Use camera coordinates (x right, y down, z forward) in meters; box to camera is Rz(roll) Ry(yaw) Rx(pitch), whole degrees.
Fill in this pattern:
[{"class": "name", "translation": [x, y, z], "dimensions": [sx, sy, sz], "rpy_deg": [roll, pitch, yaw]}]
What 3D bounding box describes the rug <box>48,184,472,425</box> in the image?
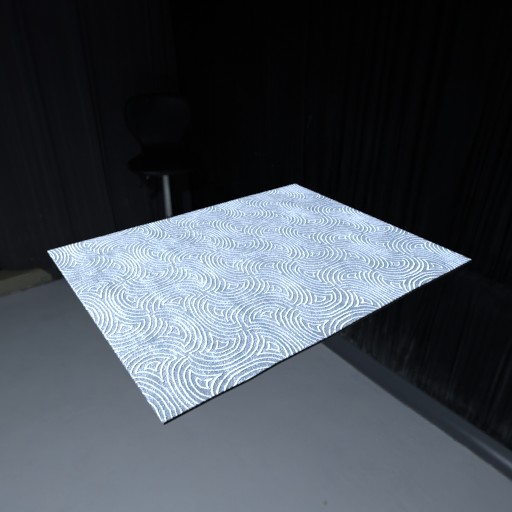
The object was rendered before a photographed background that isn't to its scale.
[{"class": "rug", "translation": [0.000, 0.000, 4.068], "dimensions": [3.042, 0.021, 2.456], "rpy_deg": [-20, 35, -31]}]
